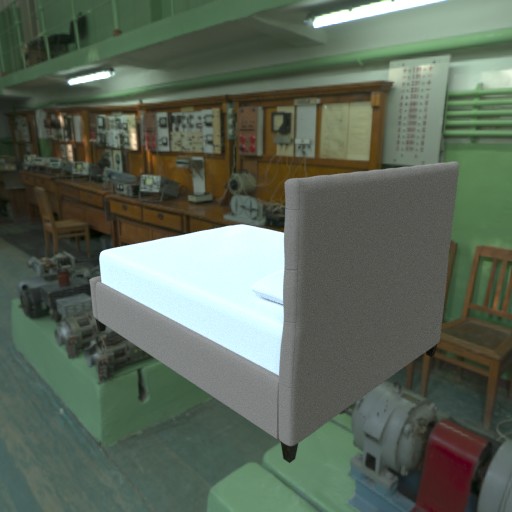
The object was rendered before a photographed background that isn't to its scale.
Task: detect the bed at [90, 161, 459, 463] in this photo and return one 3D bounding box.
[{"bbox_3d":[0.000,0.000,3.353,1.696,1.426,2.233,-15,21,-42],"label":"bed"}]
